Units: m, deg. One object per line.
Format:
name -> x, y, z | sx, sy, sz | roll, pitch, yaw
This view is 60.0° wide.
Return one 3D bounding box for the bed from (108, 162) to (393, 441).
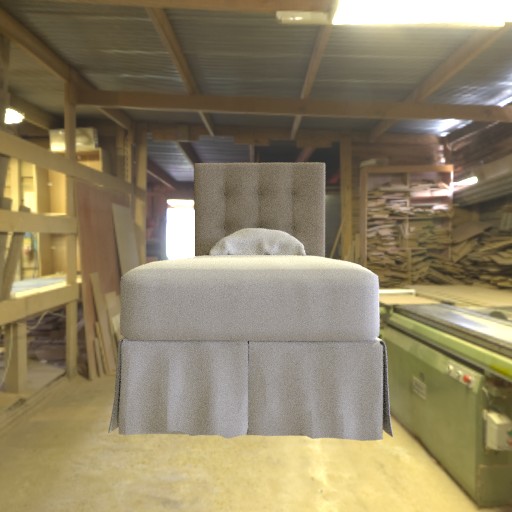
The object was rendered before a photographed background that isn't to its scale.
bed -> 0.000, 0.000, 2.899 | 1.261, 1.571, 1.997 | 0, 1, 2
